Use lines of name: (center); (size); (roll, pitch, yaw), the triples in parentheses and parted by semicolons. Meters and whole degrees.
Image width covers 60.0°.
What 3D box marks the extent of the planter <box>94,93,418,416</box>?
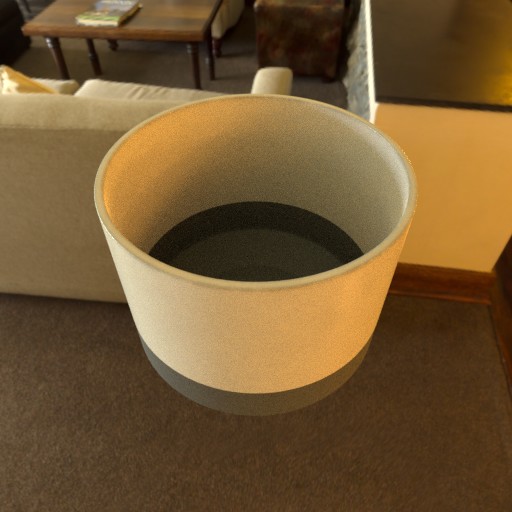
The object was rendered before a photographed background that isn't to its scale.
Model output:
planter: (0.000, 0.000, 0.219); (0.128, 0.105, 0.128); (0, 46, 0)
